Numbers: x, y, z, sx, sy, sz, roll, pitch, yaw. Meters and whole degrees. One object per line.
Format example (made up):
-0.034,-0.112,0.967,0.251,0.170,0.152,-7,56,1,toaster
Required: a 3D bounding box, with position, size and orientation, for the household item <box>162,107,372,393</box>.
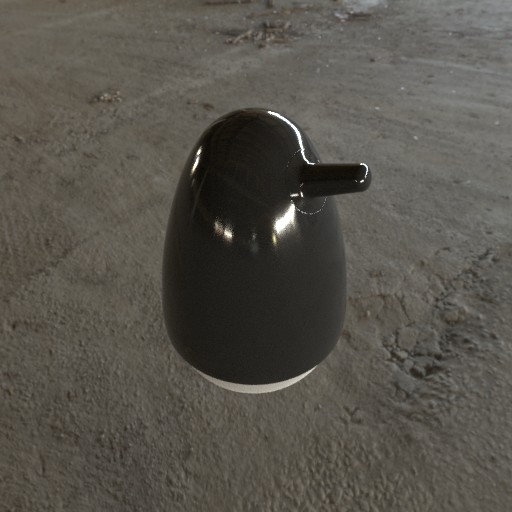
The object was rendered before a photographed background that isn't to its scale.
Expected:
0.000,0.000,0.228,0.104,0.152,0.102,25,47,26,household item
